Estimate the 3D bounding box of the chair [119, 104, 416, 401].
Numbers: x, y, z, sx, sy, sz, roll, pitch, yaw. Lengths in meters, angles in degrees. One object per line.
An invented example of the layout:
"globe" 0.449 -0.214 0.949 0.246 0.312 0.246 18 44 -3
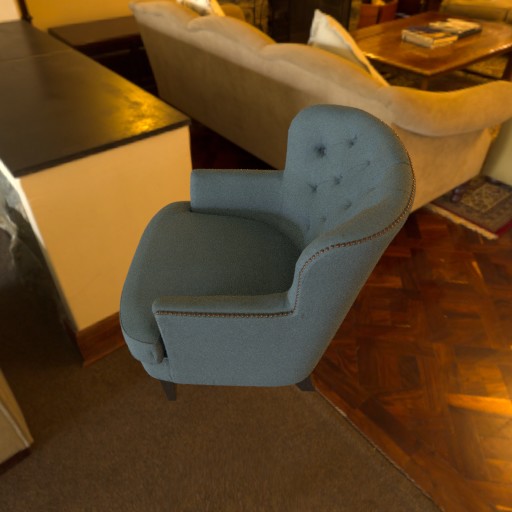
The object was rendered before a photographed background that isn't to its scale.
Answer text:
"chair" 0.000 0.000 1.588 0.906 0.868 0.848 1 40 1
